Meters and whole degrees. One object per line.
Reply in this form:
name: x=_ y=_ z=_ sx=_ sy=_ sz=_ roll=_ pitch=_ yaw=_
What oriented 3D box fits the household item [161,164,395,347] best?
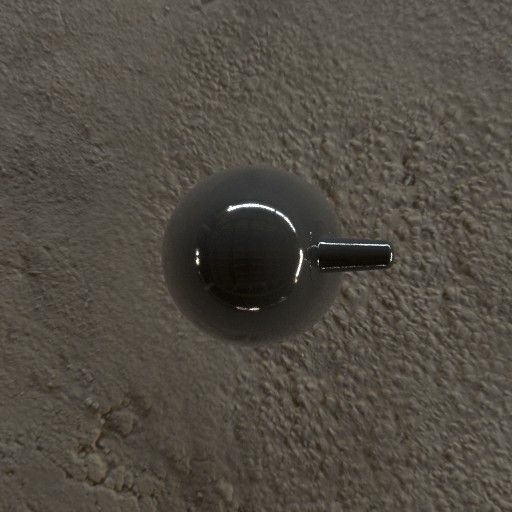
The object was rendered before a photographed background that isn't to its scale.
household item: x=0.000 y=0.000 z=0.226 sx=0.104 sy=0.152 sz=0.102 roll=0 pitch=90 yaw=1
